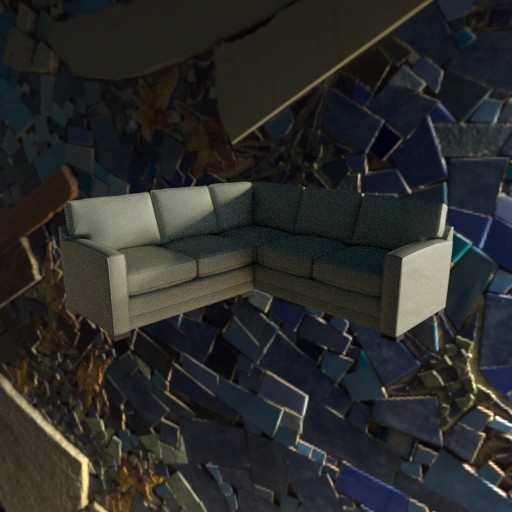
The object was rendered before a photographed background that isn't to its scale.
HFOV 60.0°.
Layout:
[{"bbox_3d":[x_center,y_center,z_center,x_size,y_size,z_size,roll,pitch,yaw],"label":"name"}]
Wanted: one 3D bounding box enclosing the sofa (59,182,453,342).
[{"bbox_3d":[0.000,0.000,3.492,2.211,0.936,2.188,14,21,43],"label":"sofa"}]
